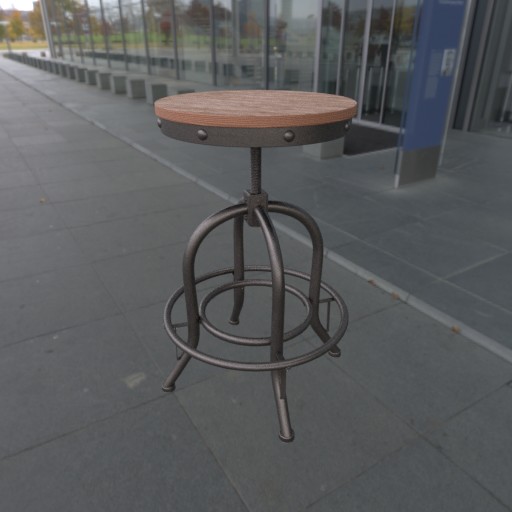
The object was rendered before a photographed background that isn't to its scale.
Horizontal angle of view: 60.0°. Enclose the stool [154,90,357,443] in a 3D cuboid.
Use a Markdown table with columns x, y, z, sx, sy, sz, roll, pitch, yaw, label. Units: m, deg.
| x | y | z | sx | sy | sz | roll | pitch | yaw | label |
| --- | --- | --- | --- | --- | --- | --- | --- | --- | --- |
| 0.000 | 0.000 | 0.912 | 0.439 | 0.609 | 0.439 | -8 | 27 | -15 | stool |
